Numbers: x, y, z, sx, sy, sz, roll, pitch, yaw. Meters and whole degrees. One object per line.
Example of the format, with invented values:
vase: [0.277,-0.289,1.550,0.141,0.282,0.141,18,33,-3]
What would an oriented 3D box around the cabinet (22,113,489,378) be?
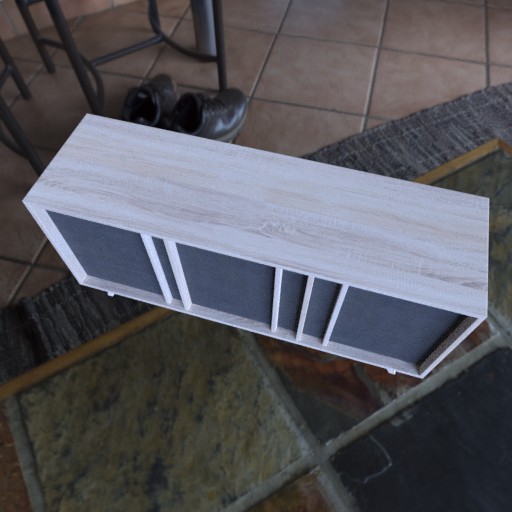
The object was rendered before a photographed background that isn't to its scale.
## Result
cabinet: [0.000,0.000,1.964,1.650,0.780,0.500,14,59,9]
